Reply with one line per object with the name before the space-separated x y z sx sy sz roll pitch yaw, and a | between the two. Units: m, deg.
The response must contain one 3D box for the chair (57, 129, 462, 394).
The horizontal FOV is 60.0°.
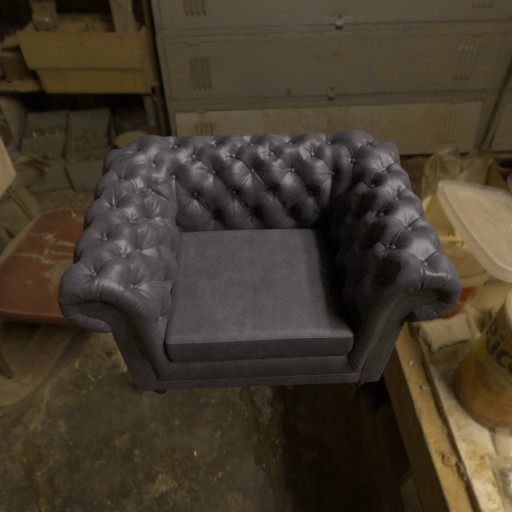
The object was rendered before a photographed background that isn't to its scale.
chair | 0.000 0.000 1.906 1.298 0.780 0.943 -2 46 -2
